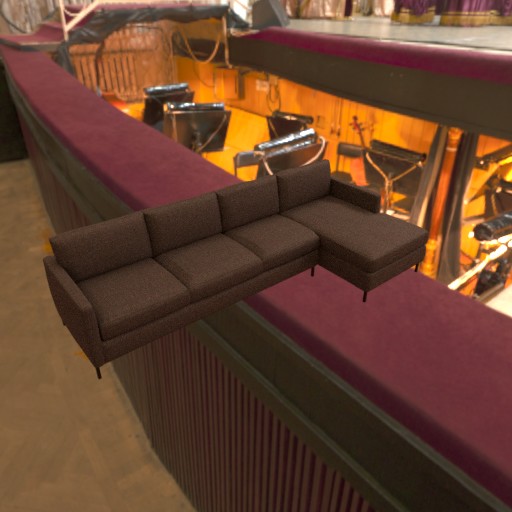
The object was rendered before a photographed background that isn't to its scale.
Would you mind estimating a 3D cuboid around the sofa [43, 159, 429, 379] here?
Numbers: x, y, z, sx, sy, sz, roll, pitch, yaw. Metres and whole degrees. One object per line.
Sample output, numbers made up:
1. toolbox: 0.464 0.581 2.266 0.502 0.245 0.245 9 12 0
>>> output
1. sofa: 0.000 0.000 3.960 3.221 0.892 1.483 -22 37 -32
